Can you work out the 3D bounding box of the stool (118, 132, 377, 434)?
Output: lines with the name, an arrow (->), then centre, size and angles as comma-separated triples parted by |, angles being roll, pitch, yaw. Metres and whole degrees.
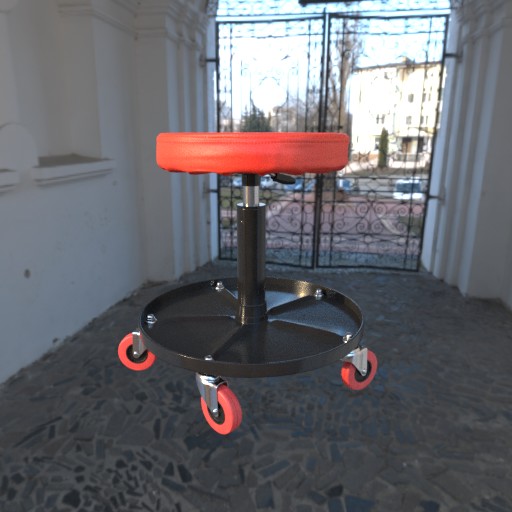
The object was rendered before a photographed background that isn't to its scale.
stool -> 0.000, 0.000, 0.683 | 0.381, 0.365, 0.382 | 7, 17, 25
